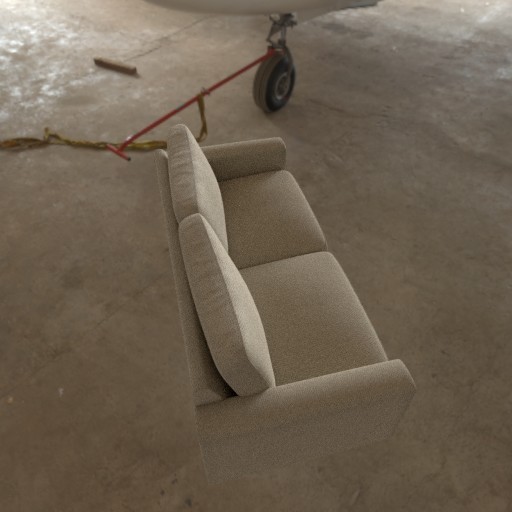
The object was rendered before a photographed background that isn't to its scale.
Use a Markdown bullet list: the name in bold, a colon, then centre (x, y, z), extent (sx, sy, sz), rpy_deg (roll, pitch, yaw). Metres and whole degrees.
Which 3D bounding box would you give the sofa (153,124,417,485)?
- **sofa**: centre (0.000, 0.000, 2.690), extent (1.016, 0.873, 2.179), rpy_deg (-10, 47, -10)
